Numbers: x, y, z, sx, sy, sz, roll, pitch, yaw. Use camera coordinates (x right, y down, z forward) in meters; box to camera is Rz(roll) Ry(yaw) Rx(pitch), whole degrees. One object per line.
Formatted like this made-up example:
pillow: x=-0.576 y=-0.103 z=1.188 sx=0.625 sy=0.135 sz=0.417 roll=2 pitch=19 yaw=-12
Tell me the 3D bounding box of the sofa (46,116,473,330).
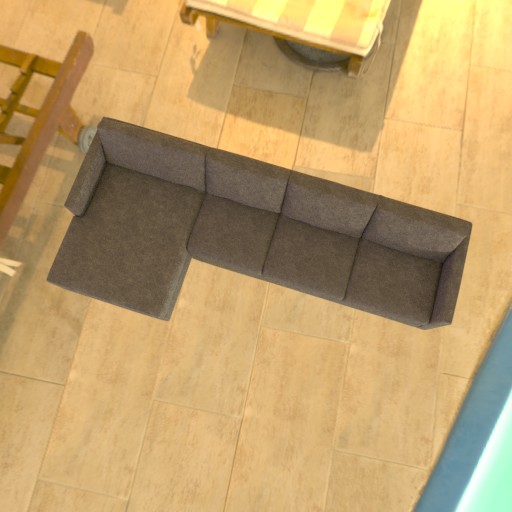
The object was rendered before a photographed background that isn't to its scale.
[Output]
sofa: x=0.000 y=0.000 z=4.033 sx=3.471 sy=0.954 sz=1.606 roll=17 pitch=77 yaw=4
